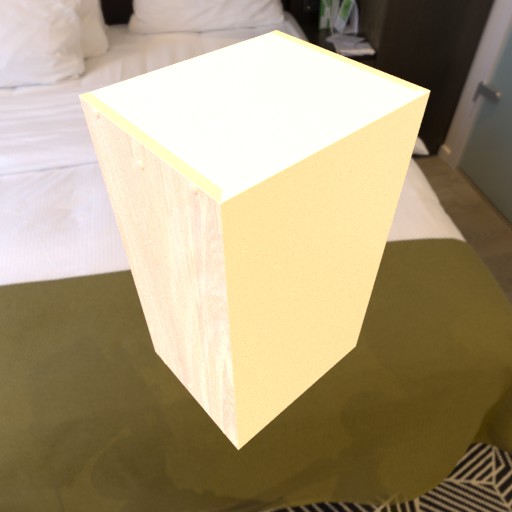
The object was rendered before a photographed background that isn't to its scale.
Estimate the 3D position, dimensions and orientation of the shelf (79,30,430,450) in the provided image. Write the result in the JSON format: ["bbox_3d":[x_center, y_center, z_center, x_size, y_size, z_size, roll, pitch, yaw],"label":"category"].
[{"bbox_3d":[0.000,0.000,0.784,0.350,0.600,0.290,-32,54,-28],"label":"shelf"}]
